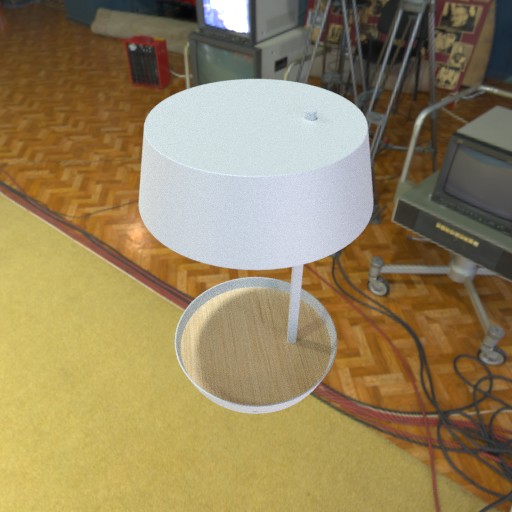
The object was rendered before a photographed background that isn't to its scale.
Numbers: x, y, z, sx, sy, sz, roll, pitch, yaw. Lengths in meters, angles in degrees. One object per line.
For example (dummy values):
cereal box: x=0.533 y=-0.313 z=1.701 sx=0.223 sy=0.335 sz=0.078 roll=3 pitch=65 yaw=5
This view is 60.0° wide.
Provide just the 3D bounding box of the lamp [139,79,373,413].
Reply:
lamp: x=0.000 y=0.000 z=0.632 sx=0.291 sy=0.429 sz=0.291 roll=0 pitch=41 yaw=0
